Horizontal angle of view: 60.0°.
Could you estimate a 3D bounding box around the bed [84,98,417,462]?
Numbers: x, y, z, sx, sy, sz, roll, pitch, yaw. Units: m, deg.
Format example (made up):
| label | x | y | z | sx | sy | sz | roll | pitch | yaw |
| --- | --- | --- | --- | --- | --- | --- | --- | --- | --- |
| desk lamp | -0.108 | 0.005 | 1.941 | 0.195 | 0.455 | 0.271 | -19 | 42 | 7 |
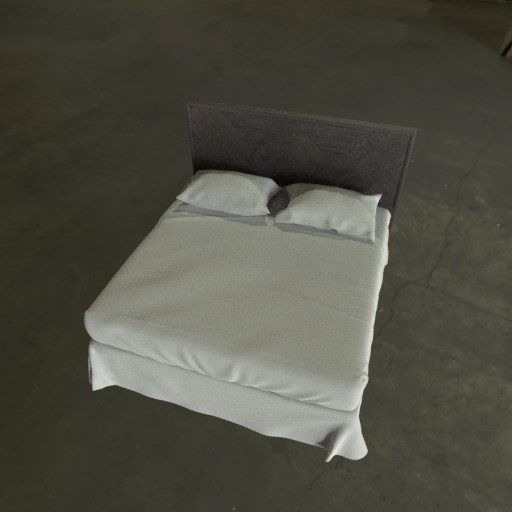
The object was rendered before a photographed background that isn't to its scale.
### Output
| label | x | y | z | sx | sy | sz | roll | pitch | yaw |
| --- | --- | --- | --- | --- | --- | --- | --- | --- | --- |
| bed | 0.000 | 0.000 | 2.808 | 1.772 | 1.142 | 1.785 | 12 | 43 | 13 |
